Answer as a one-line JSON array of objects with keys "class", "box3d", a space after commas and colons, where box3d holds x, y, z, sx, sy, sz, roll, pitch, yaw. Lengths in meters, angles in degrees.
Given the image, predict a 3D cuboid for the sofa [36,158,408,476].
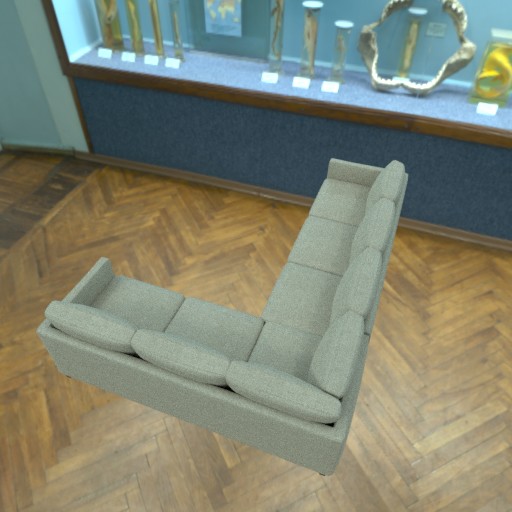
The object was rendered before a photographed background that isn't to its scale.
[{"class": "sofa", "box3d": [0.000, 0.000, 4.435, 2.522, 0.934, 3.333, 15, 46, 15]}]
